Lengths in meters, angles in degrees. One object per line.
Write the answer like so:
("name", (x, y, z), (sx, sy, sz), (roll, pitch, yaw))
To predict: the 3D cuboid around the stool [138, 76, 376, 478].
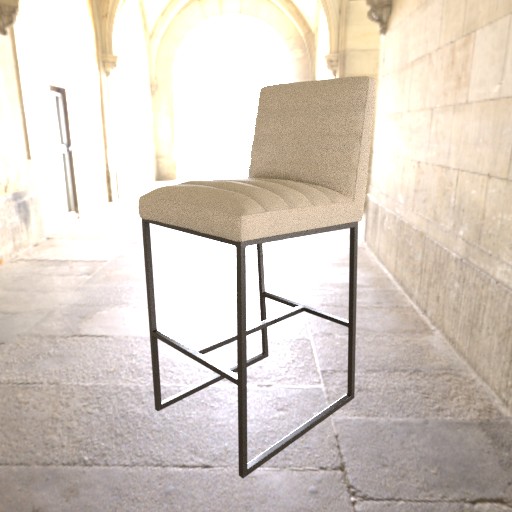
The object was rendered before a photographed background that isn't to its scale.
("stool", (0.000, 0.000, 1.384), (0.573, 1.061, 0.464), (-15, 22, -42))
